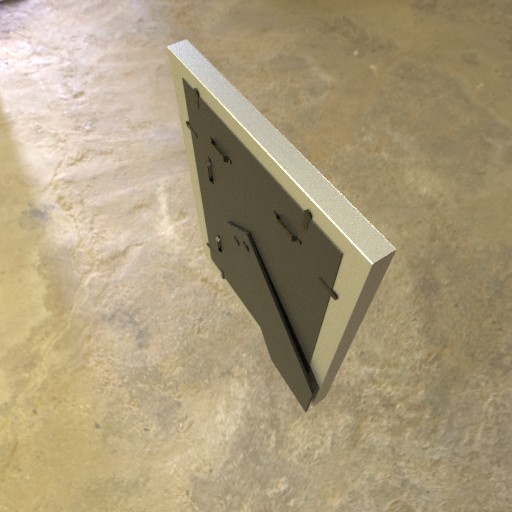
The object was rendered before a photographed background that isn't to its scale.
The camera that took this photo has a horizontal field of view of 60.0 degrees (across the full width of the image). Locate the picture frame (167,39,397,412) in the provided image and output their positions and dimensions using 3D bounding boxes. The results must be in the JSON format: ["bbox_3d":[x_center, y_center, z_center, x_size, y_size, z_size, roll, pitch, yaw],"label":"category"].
[{"bbox_3d":[0.000,0.000,0.538,0.036,0.386,0.307,-29,62,-17],"label":"picture frame"}]
